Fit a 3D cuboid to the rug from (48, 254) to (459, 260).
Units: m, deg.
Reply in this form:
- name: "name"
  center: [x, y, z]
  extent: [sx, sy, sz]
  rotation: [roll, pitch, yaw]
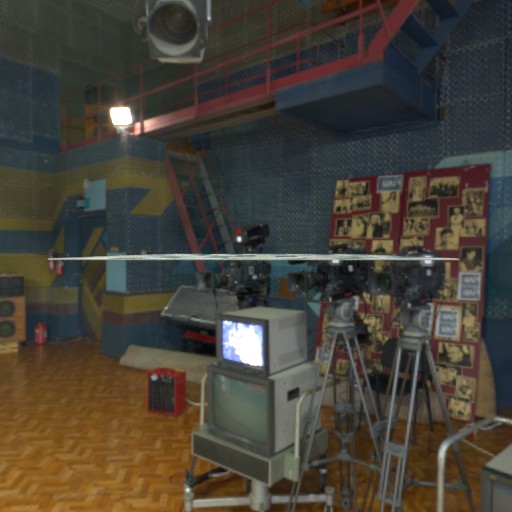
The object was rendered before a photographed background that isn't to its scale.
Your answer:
- name: "rug"
  center: [0.000, 0.000, 4.128]
  extent: [2.440, 0.008, 3.036]
  rotation: [0, 1, 1]
